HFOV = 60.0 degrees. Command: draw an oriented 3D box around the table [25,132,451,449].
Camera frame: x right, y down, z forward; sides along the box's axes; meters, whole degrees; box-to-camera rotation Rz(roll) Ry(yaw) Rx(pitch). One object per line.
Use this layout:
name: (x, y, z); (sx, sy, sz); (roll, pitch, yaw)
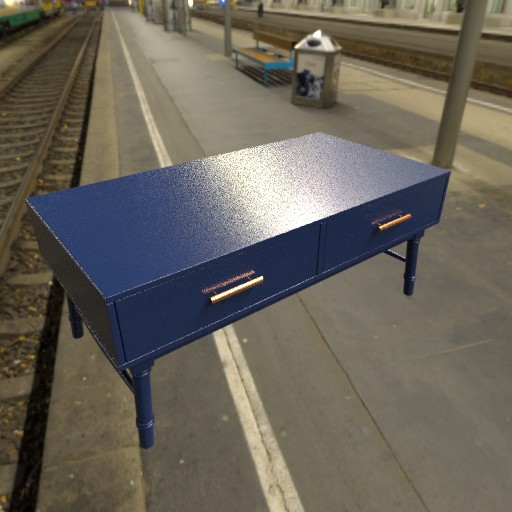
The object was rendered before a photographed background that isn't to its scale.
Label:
table: (0.000, 0.000, 1.341); (1.067, 0.457, 0.572); (-21, 37, -32)
